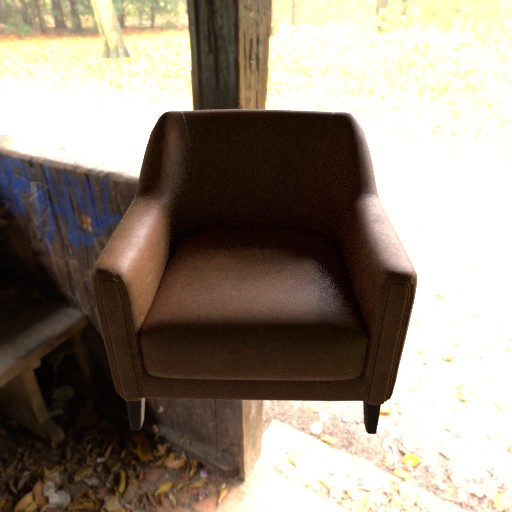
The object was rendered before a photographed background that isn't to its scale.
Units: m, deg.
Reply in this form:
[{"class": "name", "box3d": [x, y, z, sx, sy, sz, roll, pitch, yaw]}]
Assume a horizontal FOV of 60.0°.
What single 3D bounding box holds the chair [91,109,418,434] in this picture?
[{"class": "chair", "box3d": [0.000, 0.000, 1.834, 1.037, 0.980, 1.034, 1, 31, 1]}]
